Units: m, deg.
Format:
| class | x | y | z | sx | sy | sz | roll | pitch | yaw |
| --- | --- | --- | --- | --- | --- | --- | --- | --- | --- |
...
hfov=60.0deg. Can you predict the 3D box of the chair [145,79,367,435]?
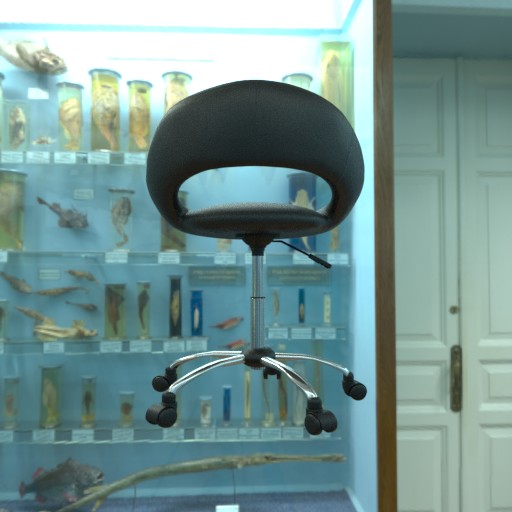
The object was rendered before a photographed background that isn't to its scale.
| class | x | y | z | sx | sy | sz | roll | pitch | yaw |
| --- | --- | --- | --- | --- | --- | --- | --- | --- | --- |
| chair | 0.000 | 0.000 | 1.219 | 0.612 | 0.791 | 0.538 | 0 | -2 | -1 |
